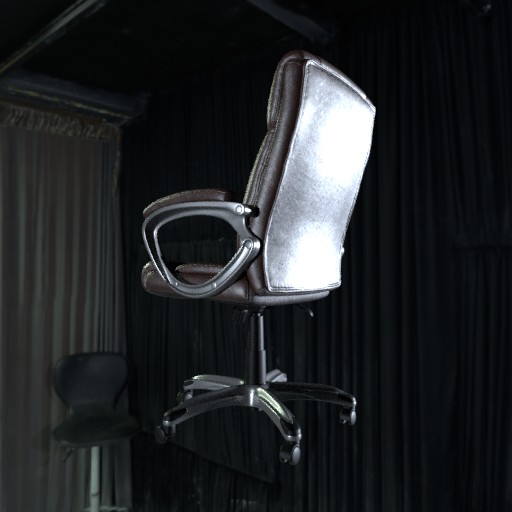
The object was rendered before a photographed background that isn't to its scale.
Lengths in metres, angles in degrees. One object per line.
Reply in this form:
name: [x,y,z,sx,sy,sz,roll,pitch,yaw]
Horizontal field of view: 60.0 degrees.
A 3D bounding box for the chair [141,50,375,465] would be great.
chair: [0.000,0.000,1.528,0.692,1.128,0.656,-1,-1,36]
